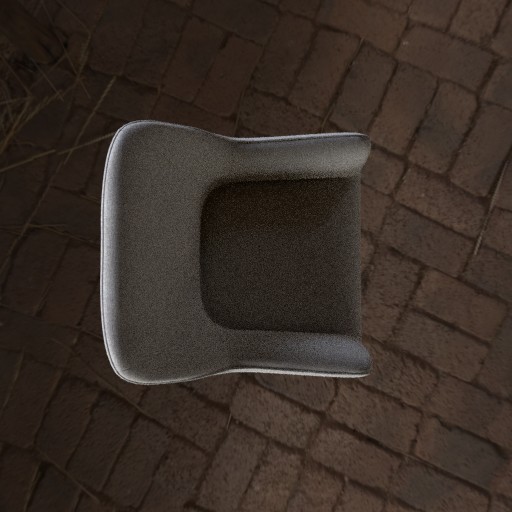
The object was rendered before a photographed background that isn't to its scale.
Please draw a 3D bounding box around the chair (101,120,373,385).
[{"bbox_3d":[0.000,0.000,1.269,0.610,0.813,0.610,0,88,1],"label":"chair"}]
